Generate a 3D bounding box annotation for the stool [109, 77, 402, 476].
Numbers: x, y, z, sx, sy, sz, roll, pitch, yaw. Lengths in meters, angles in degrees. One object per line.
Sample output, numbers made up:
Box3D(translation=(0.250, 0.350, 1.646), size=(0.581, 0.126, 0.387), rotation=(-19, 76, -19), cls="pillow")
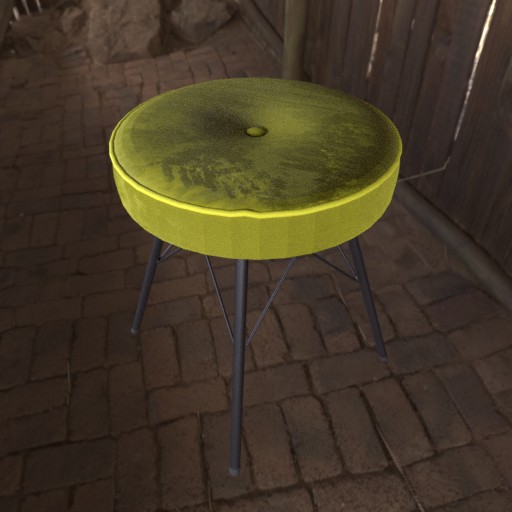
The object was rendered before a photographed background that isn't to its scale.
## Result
Box3D(translation=(0.000, 0.000, 0.790), size=(0.409, 0.508, 0.409), rotation=(-27, 48, -27), cls="stool")
